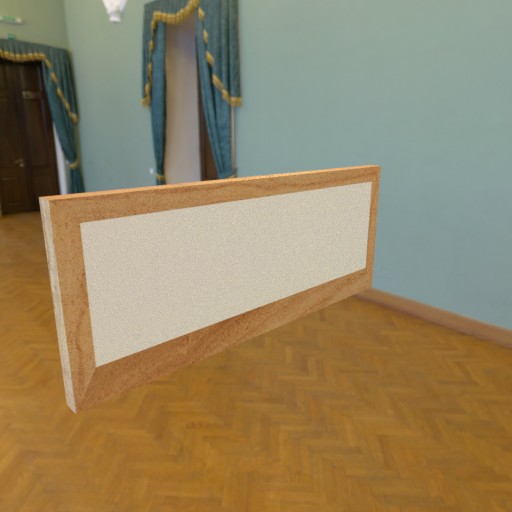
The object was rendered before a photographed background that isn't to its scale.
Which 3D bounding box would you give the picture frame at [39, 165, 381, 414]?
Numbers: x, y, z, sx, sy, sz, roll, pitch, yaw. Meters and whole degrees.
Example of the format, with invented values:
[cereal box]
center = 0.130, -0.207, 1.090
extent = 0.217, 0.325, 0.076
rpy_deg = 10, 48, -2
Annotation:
[picture frame]
center = 0.000, 0.000, 0.658
extent = 0.582, 0.234, 0.045
rpy_deg = -15, 22, -41
